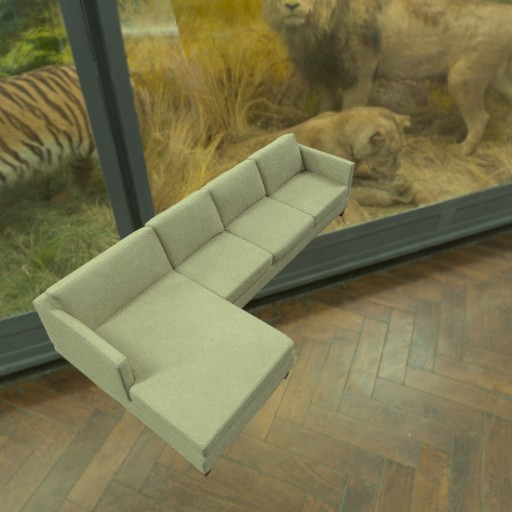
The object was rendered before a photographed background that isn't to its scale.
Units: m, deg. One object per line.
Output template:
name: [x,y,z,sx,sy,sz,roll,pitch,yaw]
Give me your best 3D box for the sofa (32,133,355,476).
sofa: [0.000,0.000,3.902,1.625,0.846,3.186,26,47,27]
